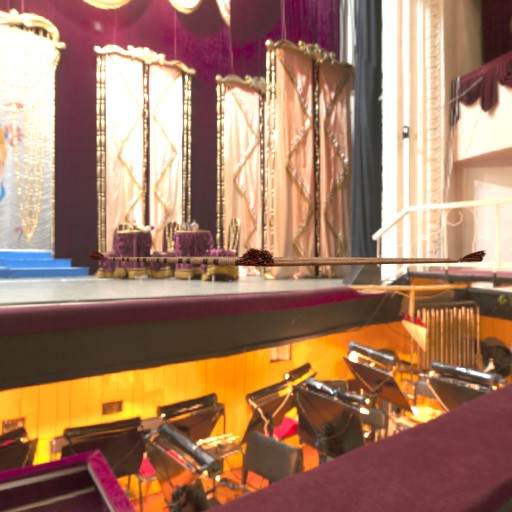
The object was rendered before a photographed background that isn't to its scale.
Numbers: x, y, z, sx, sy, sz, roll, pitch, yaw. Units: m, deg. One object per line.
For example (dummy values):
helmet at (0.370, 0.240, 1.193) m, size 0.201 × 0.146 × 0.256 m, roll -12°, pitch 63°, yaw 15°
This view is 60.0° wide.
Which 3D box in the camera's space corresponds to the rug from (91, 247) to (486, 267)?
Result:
rug at (0.000, 0.000, 2.639) m, size 1.444 × 0.067 × 2.069 m, roll 0°, pitch 0°, yaw -35°
